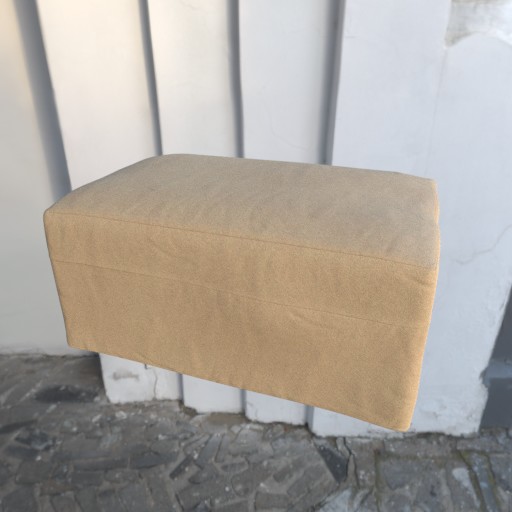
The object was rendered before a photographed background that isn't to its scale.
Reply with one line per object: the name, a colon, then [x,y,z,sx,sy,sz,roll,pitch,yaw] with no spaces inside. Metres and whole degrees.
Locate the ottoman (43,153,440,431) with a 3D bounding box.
ottoman: [0.000,0.000,1.173,0.872,0.444,0.590,9,28,17]
